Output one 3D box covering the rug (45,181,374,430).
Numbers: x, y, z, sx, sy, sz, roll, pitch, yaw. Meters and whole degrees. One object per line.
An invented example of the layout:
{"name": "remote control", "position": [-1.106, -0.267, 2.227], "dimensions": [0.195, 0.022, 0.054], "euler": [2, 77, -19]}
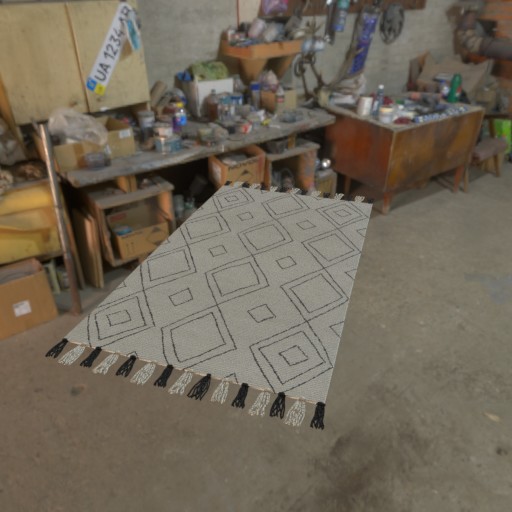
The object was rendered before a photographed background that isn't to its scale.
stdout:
{"name": "rug", "position": [0.000, 0.000, 3.300], "dimensions": [1.524, 0.021, 2.755], "euler": [10, 32, 15]}
